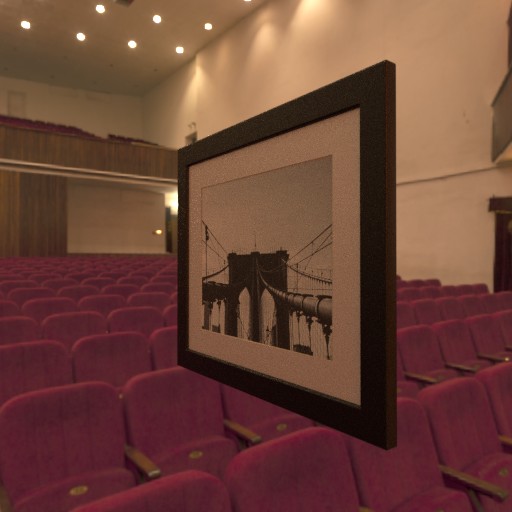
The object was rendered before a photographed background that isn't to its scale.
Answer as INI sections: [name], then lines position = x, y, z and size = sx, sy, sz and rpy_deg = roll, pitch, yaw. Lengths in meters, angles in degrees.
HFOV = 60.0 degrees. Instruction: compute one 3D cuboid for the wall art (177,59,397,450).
[wall art]
position = 0.000, 0.000, 0.721
size = 0.018, 0.450, 0.521
rpy_deg = 0, -1, -37
